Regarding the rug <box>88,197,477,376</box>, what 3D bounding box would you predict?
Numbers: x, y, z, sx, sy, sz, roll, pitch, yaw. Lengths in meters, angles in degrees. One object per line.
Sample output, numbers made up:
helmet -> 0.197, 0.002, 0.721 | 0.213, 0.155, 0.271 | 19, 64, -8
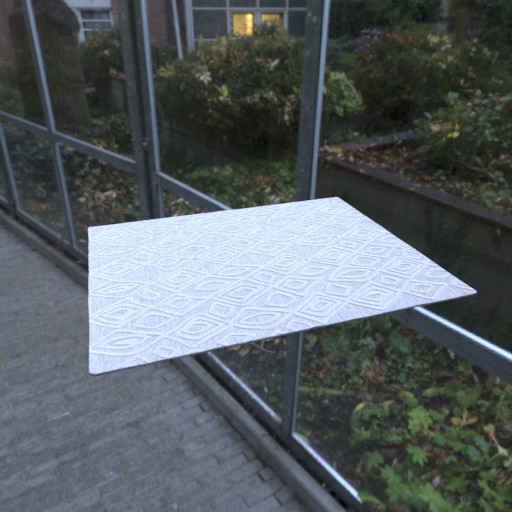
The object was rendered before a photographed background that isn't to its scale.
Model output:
rug -> 0.000, 0.000, 4.241 | 3.049, 0.025, 2.449 | -9, 29, -17
